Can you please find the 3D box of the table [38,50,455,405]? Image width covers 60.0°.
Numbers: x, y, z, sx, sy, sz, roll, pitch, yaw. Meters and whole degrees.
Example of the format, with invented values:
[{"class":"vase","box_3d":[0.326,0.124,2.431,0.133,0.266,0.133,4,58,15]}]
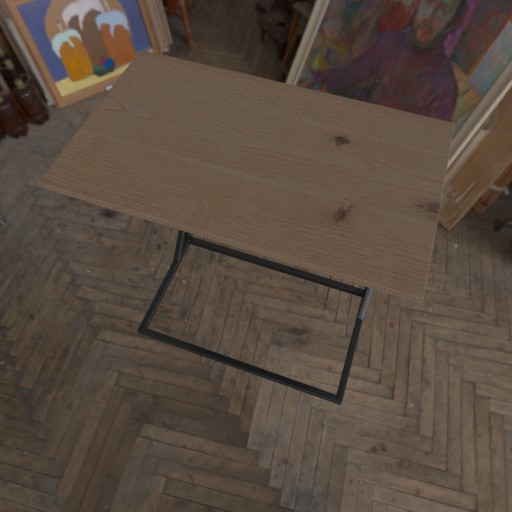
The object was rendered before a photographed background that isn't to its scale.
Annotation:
[{"class":"table","box_3d":[0.000,0.000,1.013,0.597,0.673,0.351,17,61,10]}]
